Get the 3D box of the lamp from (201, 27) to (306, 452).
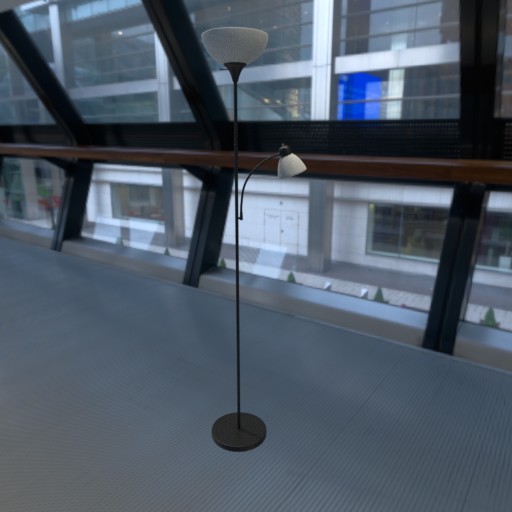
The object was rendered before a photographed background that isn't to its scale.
[{"bbox_3d":[0.000,0.000,1.990,0.442,1.804,0.279,-3,14,-10],"label":"lamp"}]
